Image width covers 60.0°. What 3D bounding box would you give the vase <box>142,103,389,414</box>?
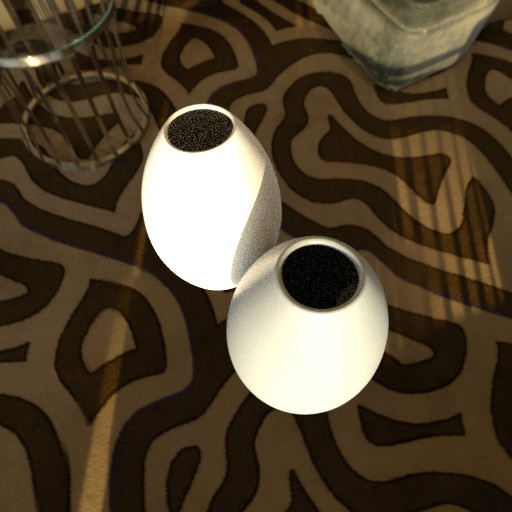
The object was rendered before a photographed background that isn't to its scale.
[{"bbox_3d":[0.000,0.000,0.259,0.089,0.131,0.187,-32,68,-15],"label":"vase"}]
